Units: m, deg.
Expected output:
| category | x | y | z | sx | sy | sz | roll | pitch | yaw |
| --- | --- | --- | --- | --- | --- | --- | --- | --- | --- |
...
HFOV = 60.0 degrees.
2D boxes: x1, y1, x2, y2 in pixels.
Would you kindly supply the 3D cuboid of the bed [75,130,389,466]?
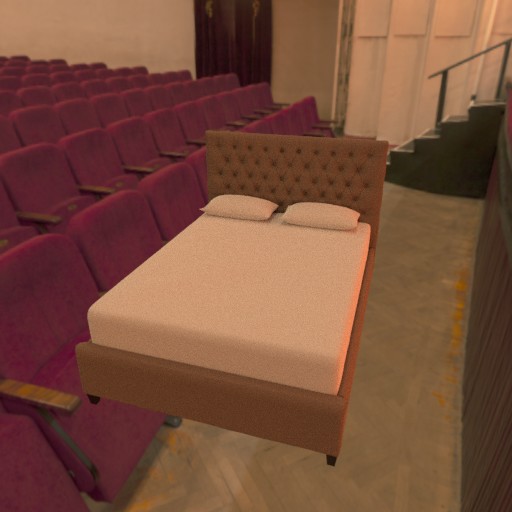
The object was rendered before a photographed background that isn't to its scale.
| category | x | y | z | sx | sy | sz | roll | pitch | yaw |
| --- | --- | --- | --- | --- | --- | --- | --- | --- | --- |
| bed | 0.000 | 0.000 | 3.359 | 1.696 | 1.426 | 2.233 | 8 | 27 | 16 |
